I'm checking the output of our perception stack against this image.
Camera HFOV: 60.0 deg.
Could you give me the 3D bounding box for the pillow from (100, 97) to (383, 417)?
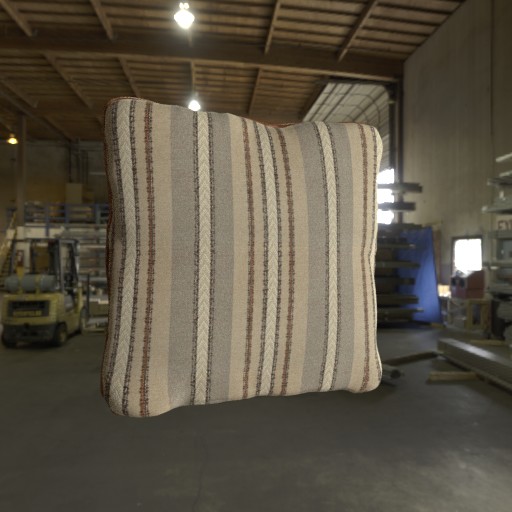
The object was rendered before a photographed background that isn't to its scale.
[{"bbox_3d":[0.000,0.000,0.739,0.489,0.490,0.130,0,0,-19],"label":"pillow"}]
